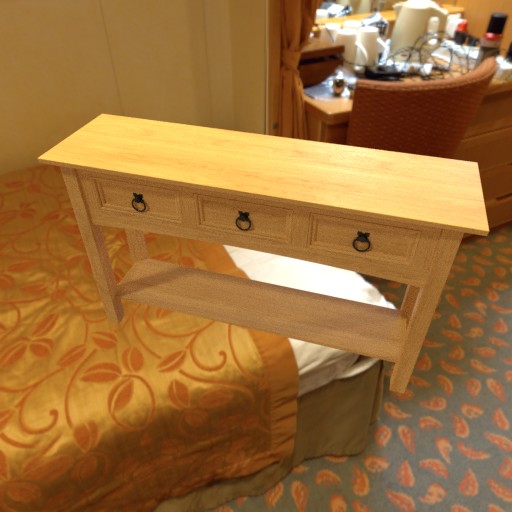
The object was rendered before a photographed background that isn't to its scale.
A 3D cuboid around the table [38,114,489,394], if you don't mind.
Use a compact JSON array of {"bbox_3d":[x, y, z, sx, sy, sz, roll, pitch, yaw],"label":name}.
[{"bbox_3d":[0.000,0.000,1.529,1.240,0.730,0.350,11,41,13],"label":"table"}]
